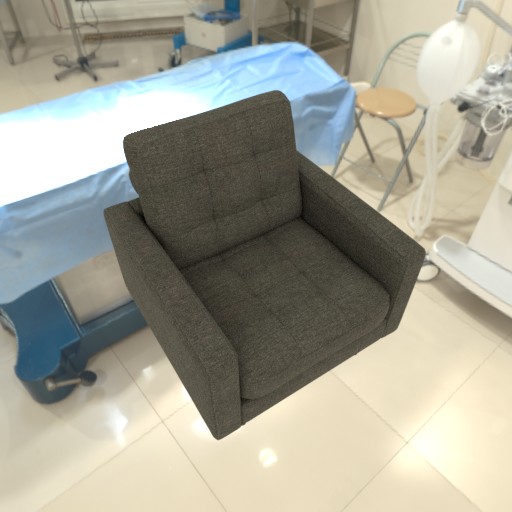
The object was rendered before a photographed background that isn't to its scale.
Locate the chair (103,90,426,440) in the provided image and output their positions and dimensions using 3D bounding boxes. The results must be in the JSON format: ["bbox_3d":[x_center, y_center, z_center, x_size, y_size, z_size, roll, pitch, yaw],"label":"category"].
[{"bbox_3d":[0.000,0.000,1.594,0.821,0.880,0.843,-25,50,-22],"label":"chair"}]
